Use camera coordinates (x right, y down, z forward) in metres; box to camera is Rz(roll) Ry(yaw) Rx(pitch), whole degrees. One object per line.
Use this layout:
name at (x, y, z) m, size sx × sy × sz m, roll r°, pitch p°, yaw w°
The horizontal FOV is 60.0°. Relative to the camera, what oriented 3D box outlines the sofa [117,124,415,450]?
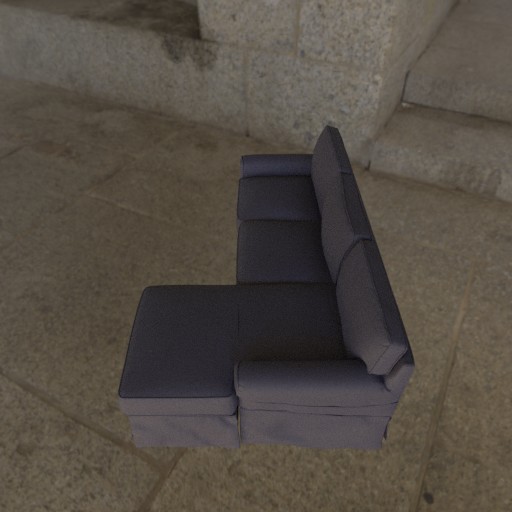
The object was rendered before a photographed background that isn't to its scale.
sofa at (0.000, 0.000, 3.373) m, size 1.637 × 1.039 × 2.518 m, roll 0°, pitch 42°, yaw -1°
